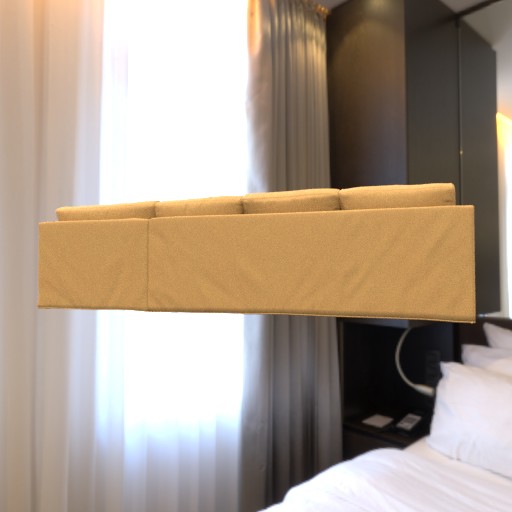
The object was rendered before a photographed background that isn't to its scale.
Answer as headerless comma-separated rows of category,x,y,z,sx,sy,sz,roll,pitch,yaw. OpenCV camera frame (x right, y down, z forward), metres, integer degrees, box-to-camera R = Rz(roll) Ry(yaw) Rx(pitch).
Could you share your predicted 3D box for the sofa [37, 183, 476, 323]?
sofa,0.000,0.000,3.808,3.206,0.871,1.622,-1,-2,18
